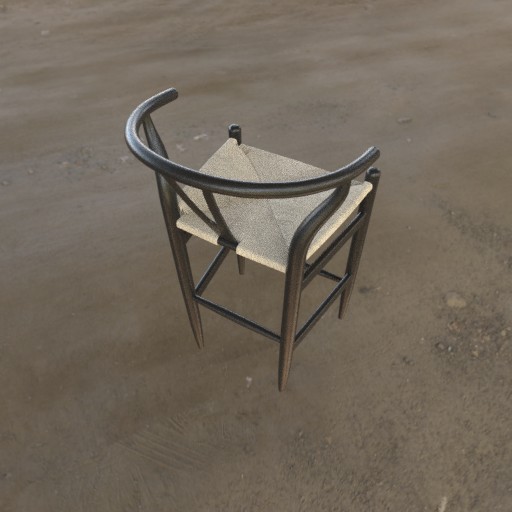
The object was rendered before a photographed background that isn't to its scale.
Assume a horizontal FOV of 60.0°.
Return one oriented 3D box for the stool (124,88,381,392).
[{"bbox_3d":[0.000,0.000,1.333,0.569,0.970,0.579,23,51,20],"label":"stool"}]
